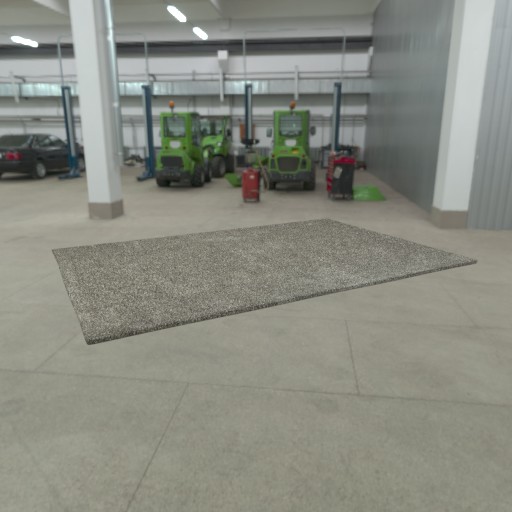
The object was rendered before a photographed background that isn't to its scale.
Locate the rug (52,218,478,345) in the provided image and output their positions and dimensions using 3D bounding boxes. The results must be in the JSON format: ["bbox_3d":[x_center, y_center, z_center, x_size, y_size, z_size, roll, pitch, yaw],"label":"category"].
[{"bbox_3d":[0.000,0.000,3.364,2.699,0.026,1.802,-8,18,-27],"label":"rug"}]
